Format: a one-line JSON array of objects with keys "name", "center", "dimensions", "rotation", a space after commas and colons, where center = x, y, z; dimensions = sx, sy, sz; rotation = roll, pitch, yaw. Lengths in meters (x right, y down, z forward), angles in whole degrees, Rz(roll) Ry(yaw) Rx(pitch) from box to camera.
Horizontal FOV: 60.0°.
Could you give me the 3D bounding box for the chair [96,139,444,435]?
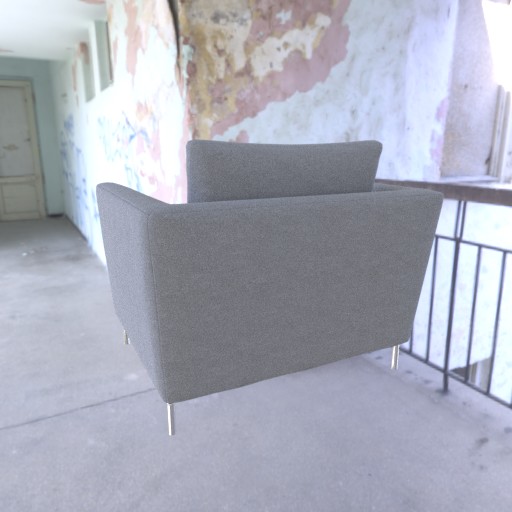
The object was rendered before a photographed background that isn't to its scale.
[{"name": "chair", "center": [0.000, 0.000, 1.710], "dimensions": [1.041, 0.864, 0.889], "rotation": [-7, 16, -26]}]
